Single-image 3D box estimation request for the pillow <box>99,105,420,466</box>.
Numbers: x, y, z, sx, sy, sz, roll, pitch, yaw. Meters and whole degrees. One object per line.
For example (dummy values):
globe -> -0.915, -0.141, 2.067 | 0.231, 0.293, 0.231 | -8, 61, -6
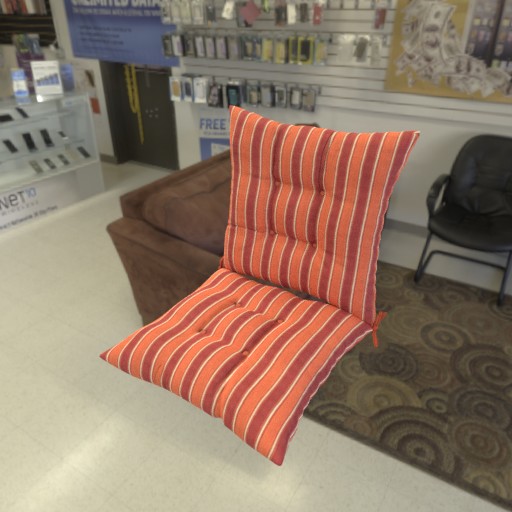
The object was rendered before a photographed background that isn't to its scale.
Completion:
pillow -> 0.000, 0.000, 1.015 | 0.541, 0.536, 0.585 | 19, 35, 29
